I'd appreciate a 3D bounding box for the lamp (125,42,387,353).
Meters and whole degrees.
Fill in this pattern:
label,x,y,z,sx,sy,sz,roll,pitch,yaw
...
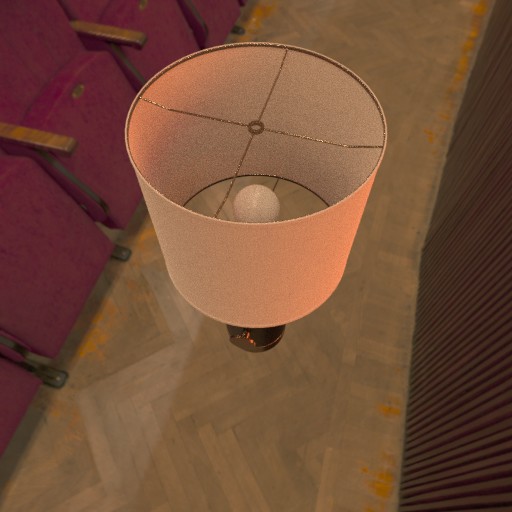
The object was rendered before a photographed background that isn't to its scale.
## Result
label,x,y,z,sx,sy,sz,roll,pitch,yaw
lamp,0.000,0.000,0.616,0.241,0.482,0.240,14,59,9
